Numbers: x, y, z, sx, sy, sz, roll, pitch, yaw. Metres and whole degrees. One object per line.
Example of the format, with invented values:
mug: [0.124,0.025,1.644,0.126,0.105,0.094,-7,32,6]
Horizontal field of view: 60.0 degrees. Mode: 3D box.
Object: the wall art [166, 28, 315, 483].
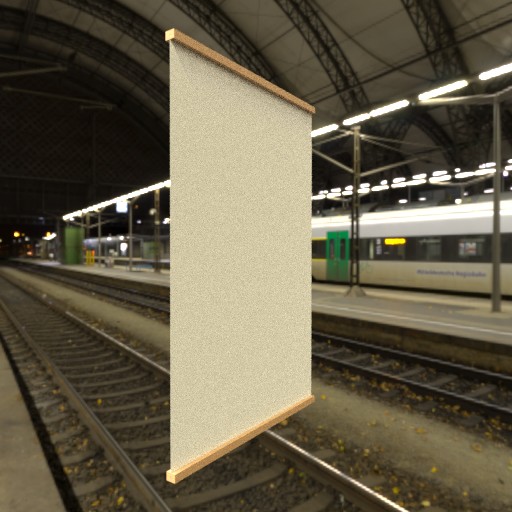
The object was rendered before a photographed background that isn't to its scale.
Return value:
wall art: [0.000,0.000,1.274,0.027,1.020,0.669,0,1,35]
